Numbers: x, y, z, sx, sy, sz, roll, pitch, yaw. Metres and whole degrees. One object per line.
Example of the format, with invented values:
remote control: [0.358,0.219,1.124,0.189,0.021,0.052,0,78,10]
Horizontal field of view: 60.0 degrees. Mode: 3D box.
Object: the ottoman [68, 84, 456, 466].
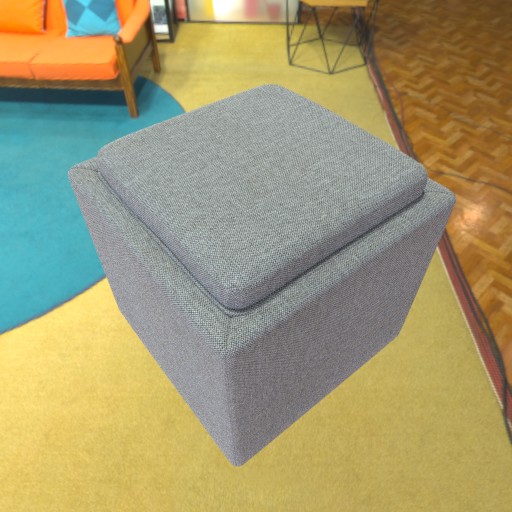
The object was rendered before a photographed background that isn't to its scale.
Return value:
ottoman: [0.000,0.000,0.825,0.450,0.460,0.450,-31,54,-25]
